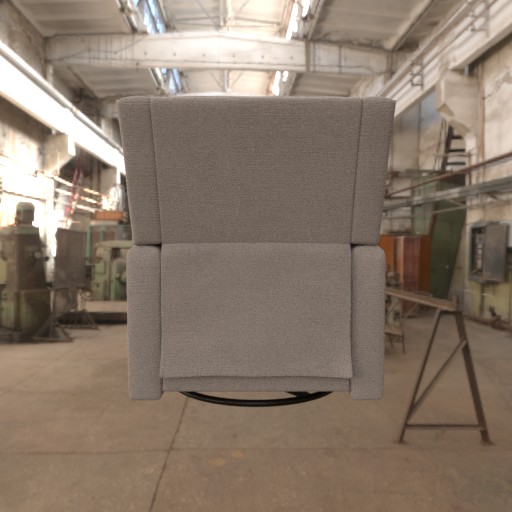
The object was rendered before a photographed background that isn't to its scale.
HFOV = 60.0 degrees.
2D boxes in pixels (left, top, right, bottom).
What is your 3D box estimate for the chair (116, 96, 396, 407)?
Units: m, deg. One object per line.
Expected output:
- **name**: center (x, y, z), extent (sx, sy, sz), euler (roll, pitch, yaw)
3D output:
- **chair**: center (0.000, 0.000, 1.654), extent (0.906, 0.966, 0.854), euler (0, 1, 0)
